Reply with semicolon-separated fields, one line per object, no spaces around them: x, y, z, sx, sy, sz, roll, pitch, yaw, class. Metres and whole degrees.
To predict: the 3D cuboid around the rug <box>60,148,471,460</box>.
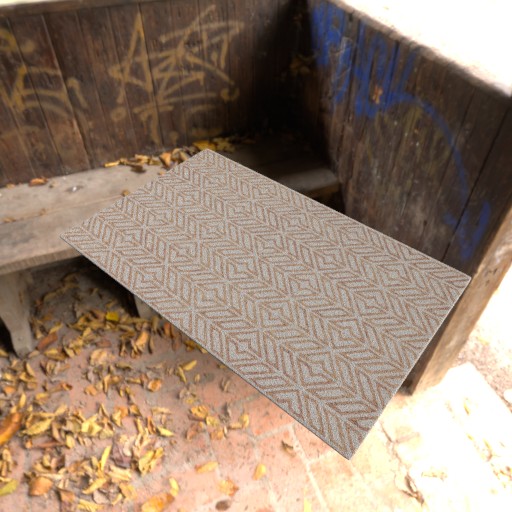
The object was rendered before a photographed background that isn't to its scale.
0.000;0.000;3.058;2.438;0.008;1.523;31;53;27;rug
